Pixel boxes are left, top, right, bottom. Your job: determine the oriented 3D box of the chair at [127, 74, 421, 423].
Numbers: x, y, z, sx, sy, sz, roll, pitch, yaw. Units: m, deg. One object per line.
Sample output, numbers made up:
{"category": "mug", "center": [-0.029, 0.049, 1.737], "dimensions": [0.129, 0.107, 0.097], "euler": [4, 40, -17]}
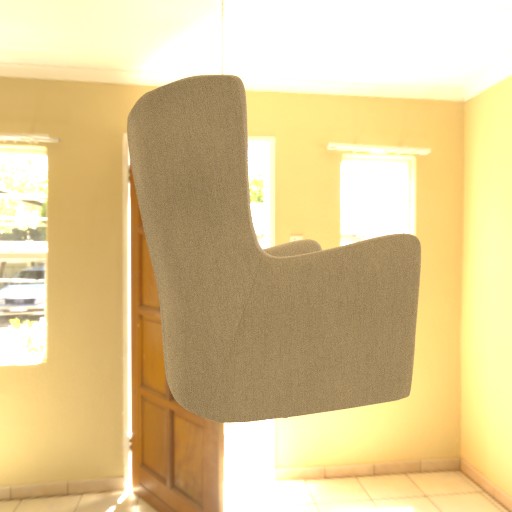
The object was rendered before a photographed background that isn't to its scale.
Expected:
{"category": "chair", "center": [0.000, 0.000, 1.624], "dimensions": [0.904, 1.000, 0.779], "euler": [0, 1, -17]}
